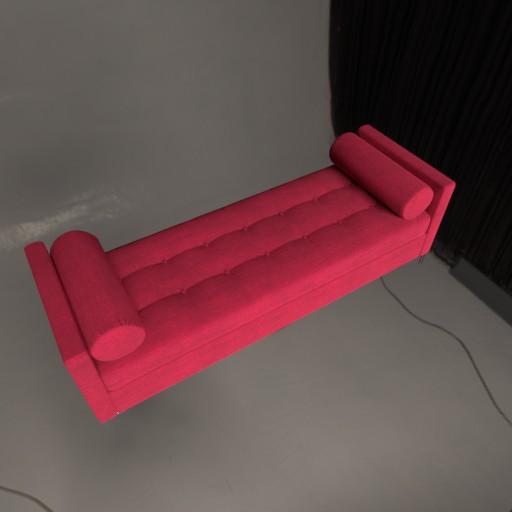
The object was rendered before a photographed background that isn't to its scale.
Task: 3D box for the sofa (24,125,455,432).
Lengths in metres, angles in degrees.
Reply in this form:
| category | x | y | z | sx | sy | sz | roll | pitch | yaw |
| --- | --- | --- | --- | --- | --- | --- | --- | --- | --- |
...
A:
| category | x | y | z | sx | sy | sz | roll | pitch | yaw |
| --- | --- | --- | --- | --- | --- | --- | --- | --- | --- |
| sofa | 0.000 | 0.000 | 2.309 | 1.981 | 0.635 | 0.686 | -24 | 51 | -21 |
